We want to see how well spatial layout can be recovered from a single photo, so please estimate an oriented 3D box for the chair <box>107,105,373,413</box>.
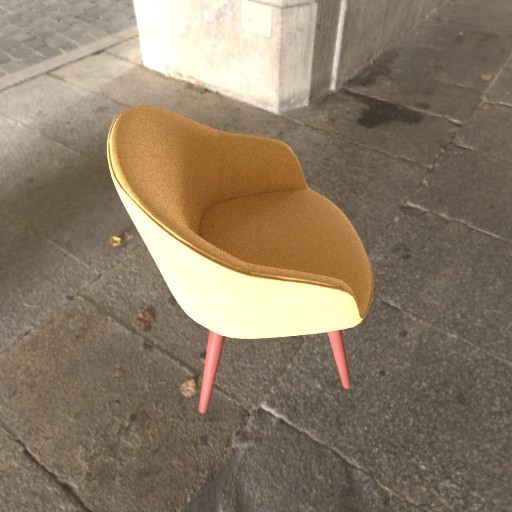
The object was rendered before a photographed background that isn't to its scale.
[{"bbox_3d":[0.000,0.000,1.259,0.635,0.823,0.596,-7,47,-7],"label":"chair"}]
